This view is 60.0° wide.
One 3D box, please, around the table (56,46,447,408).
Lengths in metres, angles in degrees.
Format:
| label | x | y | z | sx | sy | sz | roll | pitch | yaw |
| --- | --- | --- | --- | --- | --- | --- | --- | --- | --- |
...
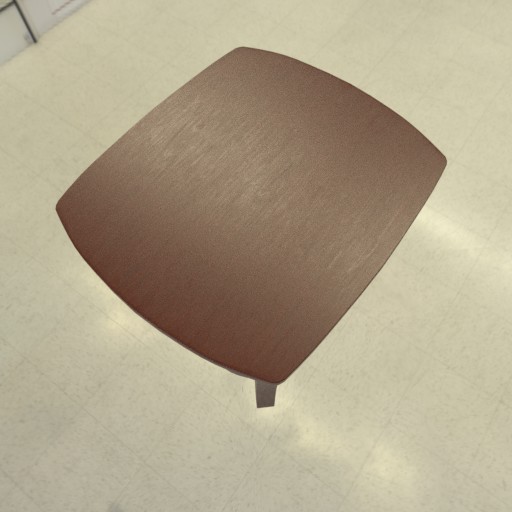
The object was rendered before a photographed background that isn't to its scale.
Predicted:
| label | x | y | z | sx | sy | sz | roll | pitch | yaw |
| --- | --- | --- | --- | --- | --- | --- | --- | --- | --- |
| table | 0.000 | 0.000 | 0.868 | 0.433 | 0.496 | 0.502 | 36 | 69 | 16 |
